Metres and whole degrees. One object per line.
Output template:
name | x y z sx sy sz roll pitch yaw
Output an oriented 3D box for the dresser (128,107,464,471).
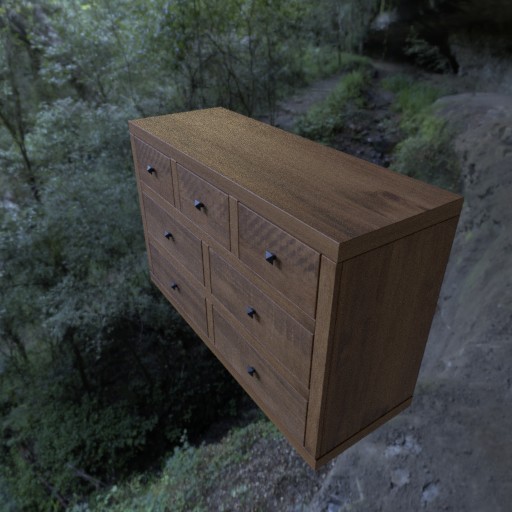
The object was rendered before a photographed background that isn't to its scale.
dresser | 0.000 0.000 1.700 0.479 0.825 1.261 -19 36 -29
